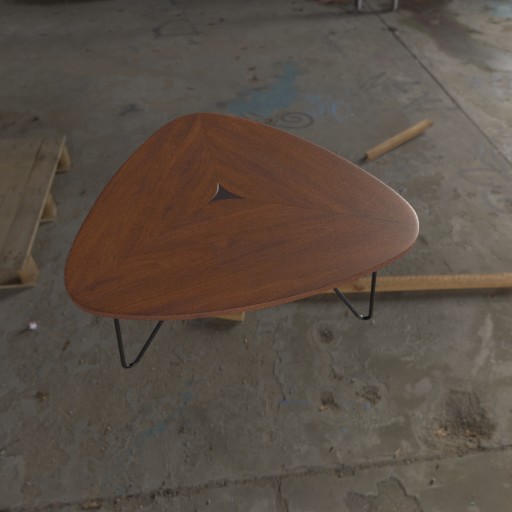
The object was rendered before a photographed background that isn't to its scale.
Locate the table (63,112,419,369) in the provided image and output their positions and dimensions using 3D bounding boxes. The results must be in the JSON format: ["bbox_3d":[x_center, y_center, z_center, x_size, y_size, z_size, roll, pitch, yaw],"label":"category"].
[{"bbox_3d":[0.000,0.000,1.299,0.821,0.413,0.833,10,47,9],"label":"table"}]
